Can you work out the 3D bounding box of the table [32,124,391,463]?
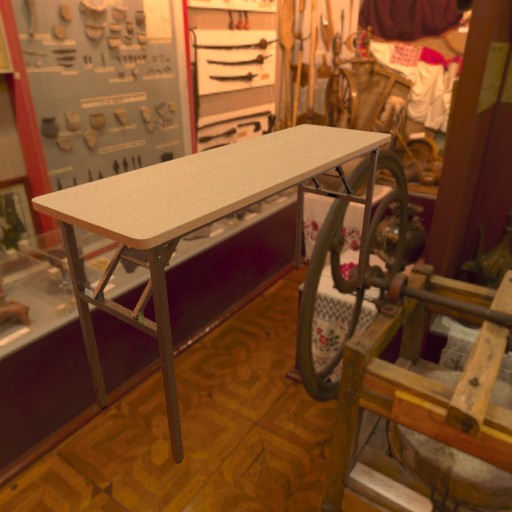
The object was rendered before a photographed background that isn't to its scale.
[{"bbox_3d":[0.000,0.000,1.699,0.446,0.750,1.397,18,31,32],"label":"table"}]
